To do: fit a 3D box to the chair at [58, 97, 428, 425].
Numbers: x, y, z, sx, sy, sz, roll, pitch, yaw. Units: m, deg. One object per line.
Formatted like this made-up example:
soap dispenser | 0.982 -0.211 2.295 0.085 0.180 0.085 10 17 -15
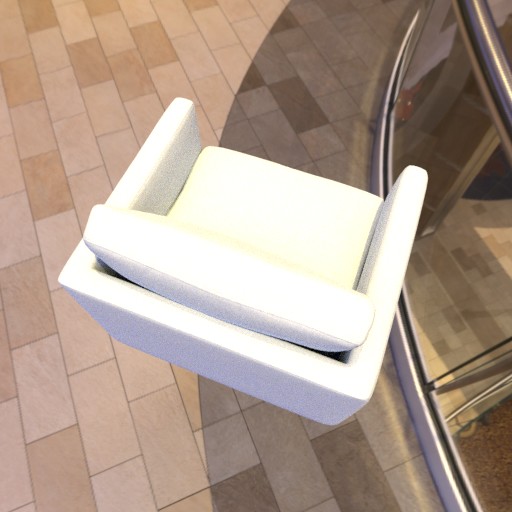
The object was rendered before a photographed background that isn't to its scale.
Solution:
chair | 0.000 0.000 1.821 1.107 0.961 0.953 19 65 9
